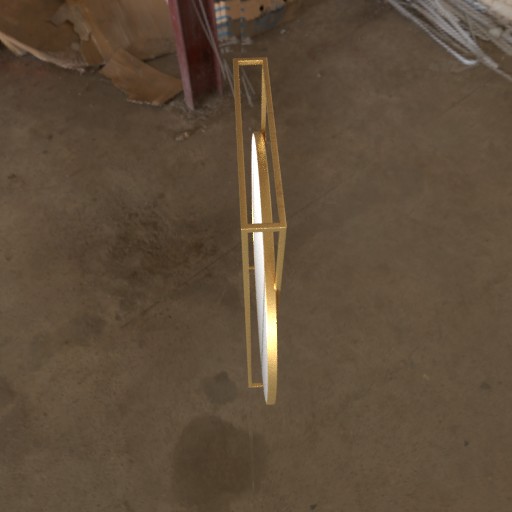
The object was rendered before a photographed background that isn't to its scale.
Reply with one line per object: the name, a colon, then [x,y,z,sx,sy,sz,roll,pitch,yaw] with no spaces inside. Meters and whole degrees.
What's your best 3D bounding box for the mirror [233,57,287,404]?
mirror: [0.000,0.000,0.828,0.051,0.603,0.508,-3,57,-2]
